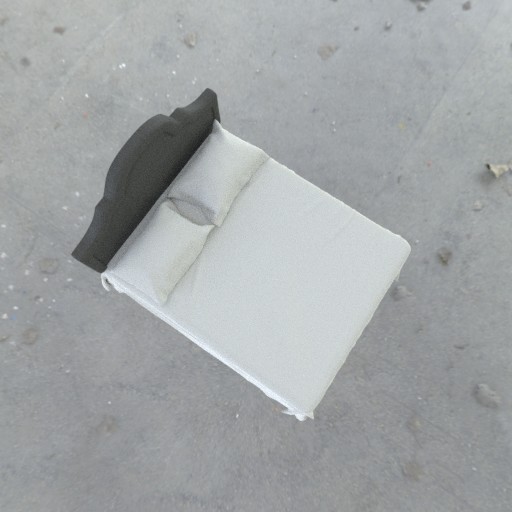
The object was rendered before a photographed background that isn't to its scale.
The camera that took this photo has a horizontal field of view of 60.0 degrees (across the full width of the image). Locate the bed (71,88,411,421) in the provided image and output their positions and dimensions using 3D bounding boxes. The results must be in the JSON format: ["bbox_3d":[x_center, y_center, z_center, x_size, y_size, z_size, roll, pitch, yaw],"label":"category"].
[{"bbox_3d":[0.000,0.000,3.435,2.222,1.634,1.780,33,78,8],"label":"bed"}]
